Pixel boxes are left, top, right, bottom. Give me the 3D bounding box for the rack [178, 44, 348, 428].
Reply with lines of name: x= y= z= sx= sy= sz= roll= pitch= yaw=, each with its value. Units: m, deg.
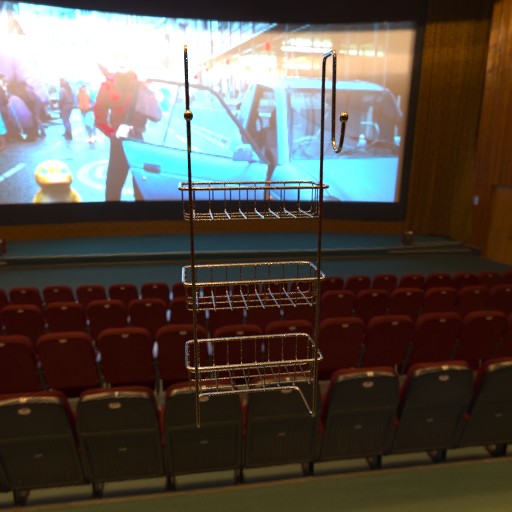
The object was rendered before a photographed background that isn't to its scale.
rack: x=0.000 y=0.000 z=0.679 sx=0.228 sy=0.574 sz=0.202 roll=-2 pitch=14 yaw=-9
